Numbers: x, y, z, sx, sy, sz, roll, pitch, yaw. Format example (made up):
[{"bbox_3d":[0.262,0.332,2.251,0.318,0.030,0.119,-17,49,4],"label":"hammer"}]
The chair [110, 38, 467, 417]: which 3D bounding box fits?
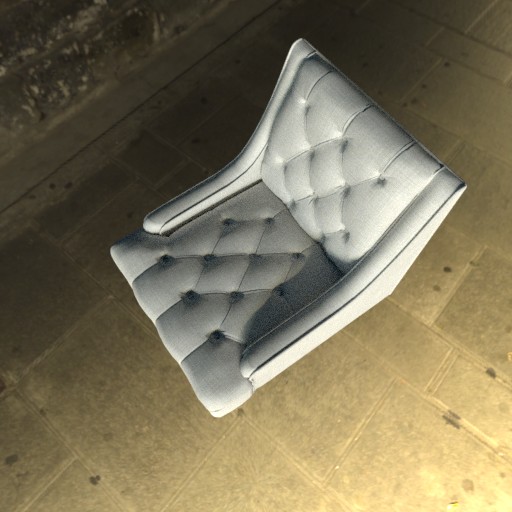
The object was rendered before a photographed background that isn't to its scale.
[{"bbox_3d":[0.000,0.000,1.424,0.772,0.891,0.658,-32,67,-15],"label":"chair"}]
